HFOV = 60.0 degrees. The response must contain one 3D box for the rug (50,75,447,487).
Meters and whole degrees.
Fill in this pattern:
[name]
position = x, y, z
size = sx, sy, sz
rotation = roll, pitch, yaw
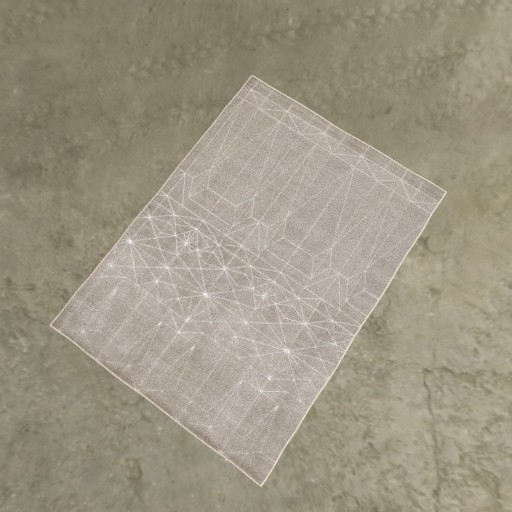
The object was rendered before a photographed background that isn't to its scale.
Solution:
[rug]
position = 0.000, 0.000, 4.367
size = 2.449, 0.019, 3.357
rotation = 34, 78, 8
